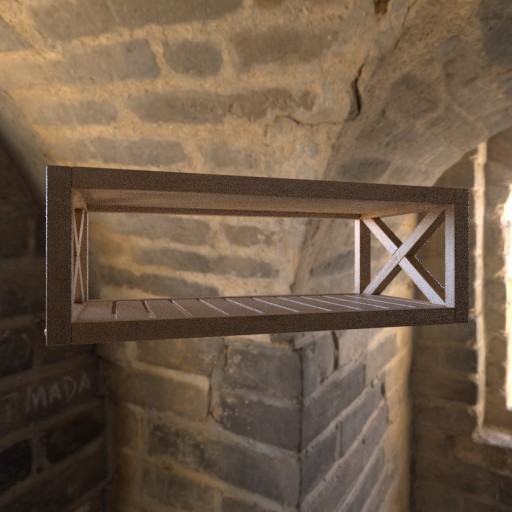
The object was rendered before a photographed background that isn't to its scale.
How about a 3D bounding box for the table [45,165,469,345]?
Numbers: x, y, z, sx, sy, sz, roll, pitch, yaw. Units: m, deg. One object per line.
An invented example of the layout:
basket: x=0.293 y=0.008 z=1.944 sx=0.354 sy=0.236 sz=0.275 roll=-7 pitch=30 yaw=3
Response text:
table: x=0.000 y=0.000 z=1.622 sx=1.321 sy=0.457 sz=0.660 roll=0 pitch=0 yaw=-17
